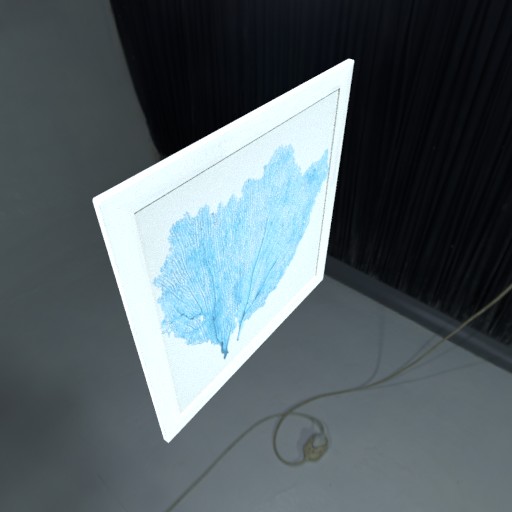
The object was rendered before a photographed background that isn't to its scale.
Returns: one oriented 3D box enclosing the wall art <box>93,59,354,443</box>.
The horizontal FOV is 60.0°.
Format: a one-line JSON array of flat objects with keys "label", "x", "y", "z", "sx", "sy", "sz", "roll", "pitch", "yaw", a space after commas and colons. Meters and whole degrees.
[{"label": "wall art", "x": 0.000, "y": 0.000, "z": 0.861, "sx": 0.013, "sy": 0.584, "sz": 0.584, "roll": 28, "pitch": 49, "yaw": 27}]
